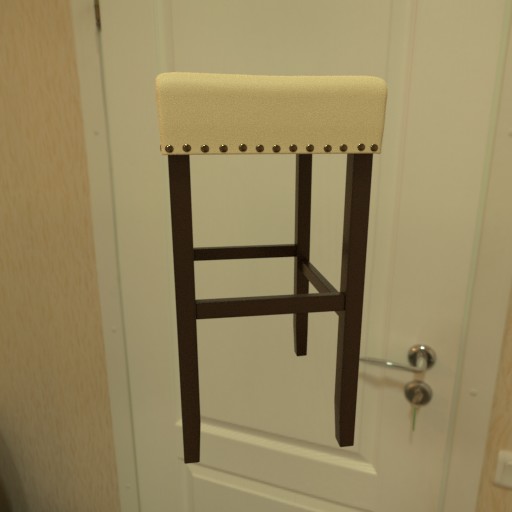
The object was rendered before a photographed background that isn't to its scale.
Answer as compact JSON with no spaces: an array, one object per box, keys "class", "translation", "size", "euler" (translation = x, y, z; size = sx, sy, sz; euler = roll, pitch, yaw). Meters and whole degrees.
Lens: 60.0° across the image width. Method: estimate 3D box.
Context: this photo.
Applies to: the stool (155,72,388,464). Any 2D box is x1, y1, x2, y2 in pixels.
[{"class":"stool","translation":[0.000,0.000,1.054],"size":[0.401,0.762,0.471],"euler":[-2,16,-8]}]
